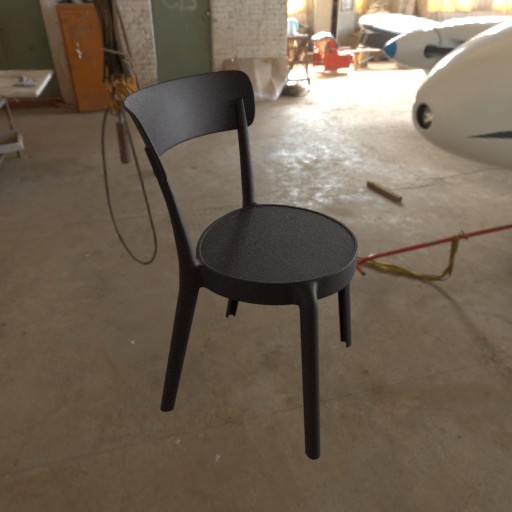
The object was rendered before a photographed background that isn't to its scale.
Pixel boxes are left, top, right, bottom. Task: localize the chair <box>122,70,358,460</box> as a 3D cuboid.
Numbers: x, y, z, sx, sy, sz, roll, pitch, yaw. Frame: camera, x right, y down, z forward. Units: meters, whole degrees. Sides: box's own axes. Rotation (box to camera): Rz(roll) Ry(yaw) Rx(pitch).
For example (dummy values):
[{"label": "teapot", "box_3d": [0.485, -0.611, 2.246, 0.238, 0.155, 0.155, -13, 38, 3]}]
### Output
[{"label": "chair", "box_3d": [0.000, 0.000, 1.108, 0.491, 0.790, 0.506, 11, 33, 18]}]
